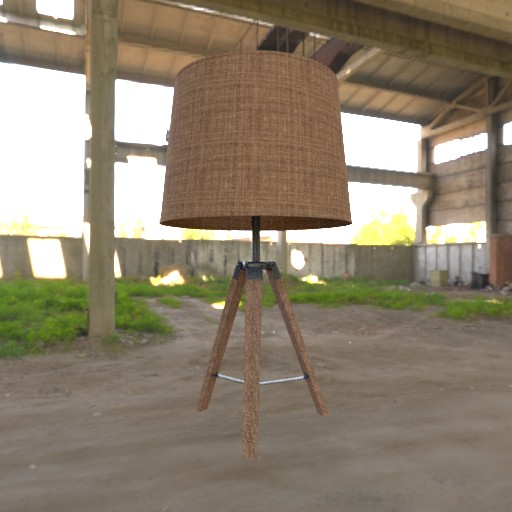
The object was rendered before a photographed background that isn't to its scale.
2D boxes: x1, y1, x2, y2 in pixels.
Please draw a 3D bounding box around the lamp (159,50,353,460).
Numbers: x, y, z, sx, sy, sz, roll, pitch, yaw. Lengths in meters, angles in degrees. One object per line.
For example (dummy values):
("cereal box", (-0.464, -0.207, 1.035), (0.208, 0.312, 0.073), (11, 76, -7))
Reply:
("lamp", (0.000, 0.000, 0.678), (0.290, 0.514, 0.290), (0, -1, 0))
